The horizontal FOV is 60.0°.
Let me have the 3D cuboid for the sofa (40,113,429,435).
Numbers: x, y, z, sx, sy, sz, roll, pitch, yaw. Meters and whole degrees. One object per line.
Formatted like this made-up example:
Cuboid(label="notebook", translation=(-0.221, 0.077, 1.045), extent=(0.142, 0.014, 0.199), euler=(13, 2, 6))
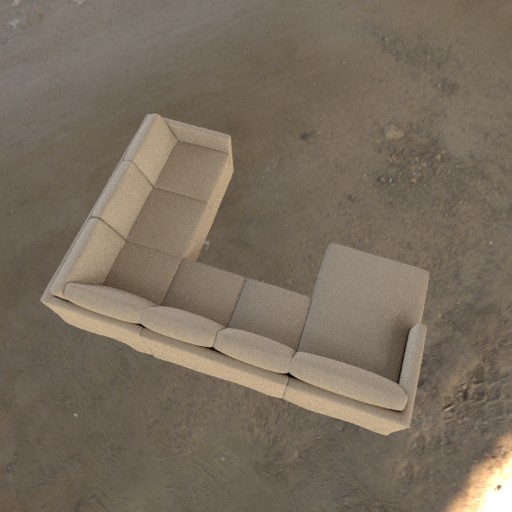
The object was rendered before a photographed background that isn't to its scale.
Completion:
Cuboid(label="sofa", translation=(0.000, 0.000, 4.599), extent=(3.528, 0.878, 2.476), euler=(17, 66, 8))
